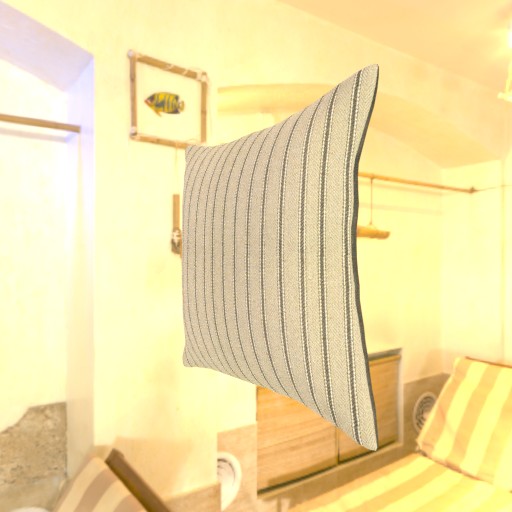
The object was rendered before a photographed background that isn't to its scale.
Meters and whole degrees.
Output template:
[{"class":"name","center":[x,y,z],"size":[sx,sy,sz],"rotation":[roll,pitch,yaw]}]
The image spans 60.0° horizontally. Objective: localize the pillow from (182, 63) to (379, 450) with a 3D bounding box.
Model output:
[{"class":"pillow","center":[0.000,0.000,0.692],"size":[0.138,0.444,0.468],"rotation":[0,0,-37]}]
